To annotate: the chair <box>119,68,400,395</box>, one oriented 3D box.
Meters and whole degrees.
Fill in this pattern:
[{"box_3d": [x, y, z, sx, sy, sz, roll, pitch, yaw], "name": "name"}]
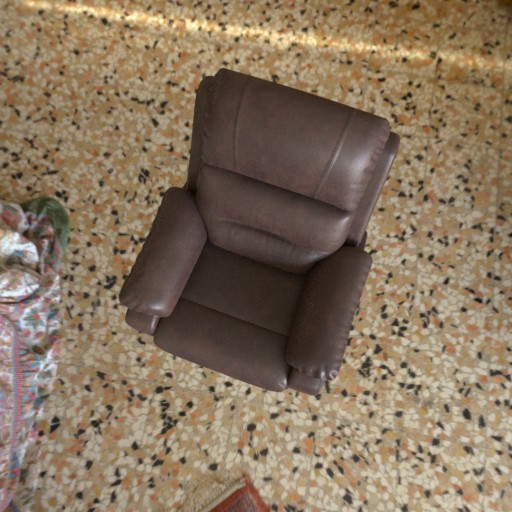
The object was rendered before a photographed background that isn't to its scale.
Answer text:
[{"box_3d": [0.000, 0.000, 1.718, 0.855, 0.992, 0.919, 19, 76, 5], "name": "chair"}]
